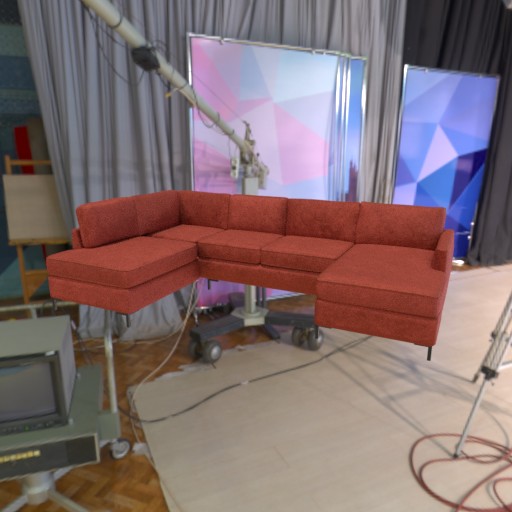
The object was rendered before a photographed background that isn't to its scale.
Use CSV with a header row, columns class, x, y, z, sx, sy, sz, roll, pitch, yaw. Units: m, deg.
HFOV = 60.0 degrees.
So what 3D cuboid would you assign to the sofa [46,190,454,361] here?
class,x,y,z,sx,sy,sz,roll,pitch,yaw
sofa,0.000,0.000,4.304,3.434,0.992,2.055,7,17,25
